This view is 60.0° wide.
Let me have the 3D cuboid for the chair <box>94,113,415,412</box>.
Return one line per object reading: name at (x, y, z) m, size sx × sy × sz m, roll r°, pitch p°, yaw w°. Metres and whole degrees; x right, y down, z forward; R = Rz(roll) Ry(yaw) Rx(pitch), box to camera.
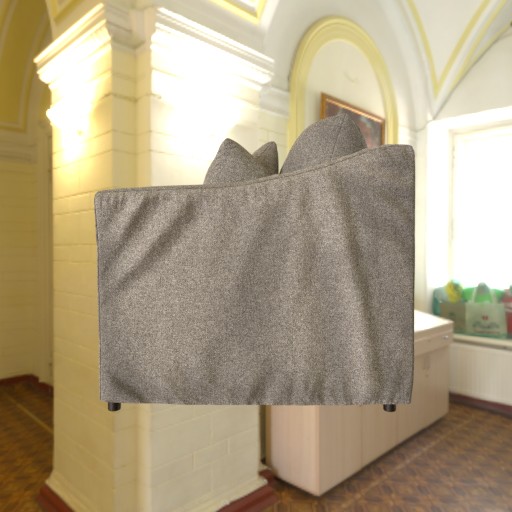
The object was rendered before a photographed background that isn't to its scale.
chair at (0.000, 0.000, 2.023) m, size 1.071 × 1.059 × 1.194 m, roll 0°, pitch 1°, yaw 0°
